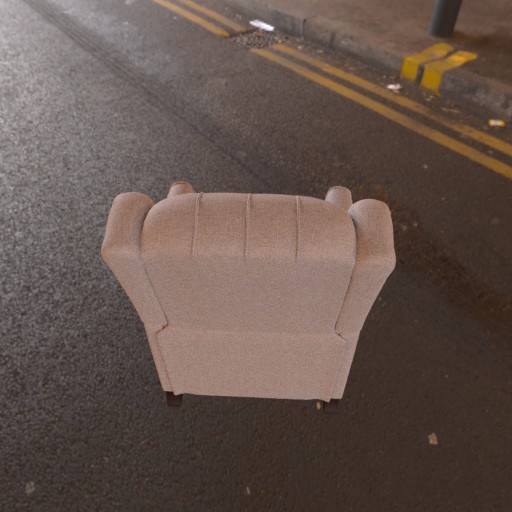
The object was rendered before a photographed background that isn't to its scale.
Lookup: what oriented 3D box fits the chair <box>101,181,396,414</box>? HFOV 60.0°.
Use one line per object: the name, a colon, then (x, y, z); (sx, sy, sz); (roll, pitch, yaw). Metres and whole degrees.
chair: (0.000, 0.000, 1.614); (0.742, 1.035, 0.902); (2, 45, 2)
